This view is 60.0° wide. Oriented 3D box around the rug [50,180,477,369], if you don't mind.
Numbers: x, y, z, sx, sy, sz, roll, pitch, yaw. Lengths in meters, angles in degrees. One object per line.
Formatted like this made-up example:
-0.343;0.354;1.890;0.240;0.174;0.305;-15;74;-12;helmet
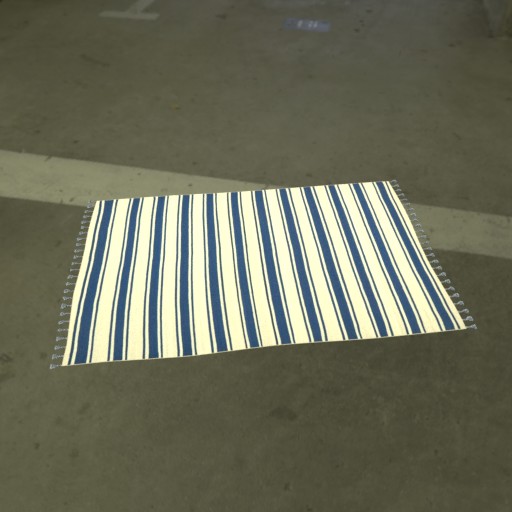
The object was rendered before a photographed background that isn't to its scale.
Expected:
0.000;0.000;2.566;2.108;0.009;1.248;-4;46;-4;rug
